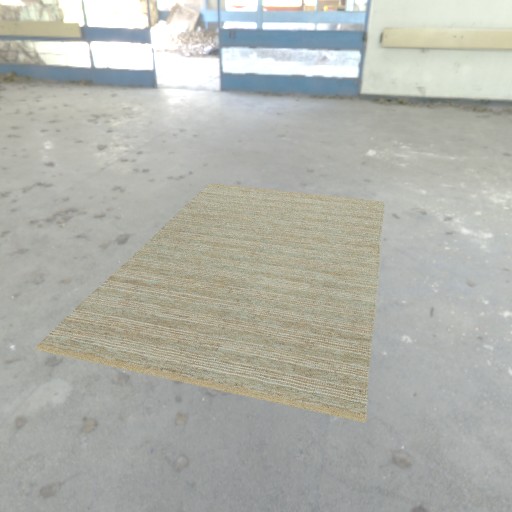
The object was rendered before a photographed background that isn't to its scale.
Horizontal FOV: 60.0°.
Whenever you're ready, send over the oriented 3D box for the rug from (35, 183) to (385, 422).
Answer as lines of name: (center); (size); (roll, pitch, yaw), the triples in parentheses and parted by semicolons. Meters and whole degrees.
rug: (0.000, 0.000, 2.296); (1.240, 0.010, 1.824); (8, 31, 14)
